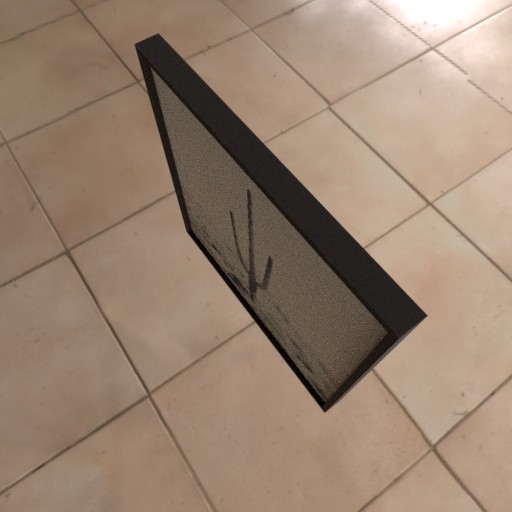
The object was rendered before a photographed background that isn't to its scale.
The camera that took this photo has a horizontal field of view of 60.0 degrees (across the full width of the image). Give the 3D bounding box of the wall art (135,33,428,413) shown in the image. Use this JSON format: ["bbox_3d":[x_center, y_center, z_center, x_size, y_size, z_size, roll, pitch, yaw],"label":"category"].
[{"bbox_3d":[0.000,0.000,0.740,0.038,0.508,0.508,-33,68,-16],"label":"wall art"}]
